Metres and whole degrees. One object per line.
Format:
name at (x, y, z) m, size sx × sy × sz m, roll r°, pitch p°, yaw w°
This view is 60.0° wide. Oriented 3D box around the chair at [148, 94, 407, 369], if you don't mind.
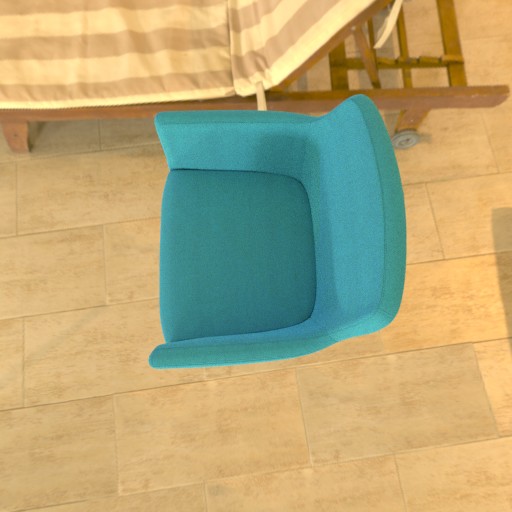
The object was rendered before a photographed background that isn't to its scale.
chair at (0.000, 0.000, 1.167) m, size 0.540 × 0.780 × 0.570 m, roll -2°, pitch 75°, yaw -1°
